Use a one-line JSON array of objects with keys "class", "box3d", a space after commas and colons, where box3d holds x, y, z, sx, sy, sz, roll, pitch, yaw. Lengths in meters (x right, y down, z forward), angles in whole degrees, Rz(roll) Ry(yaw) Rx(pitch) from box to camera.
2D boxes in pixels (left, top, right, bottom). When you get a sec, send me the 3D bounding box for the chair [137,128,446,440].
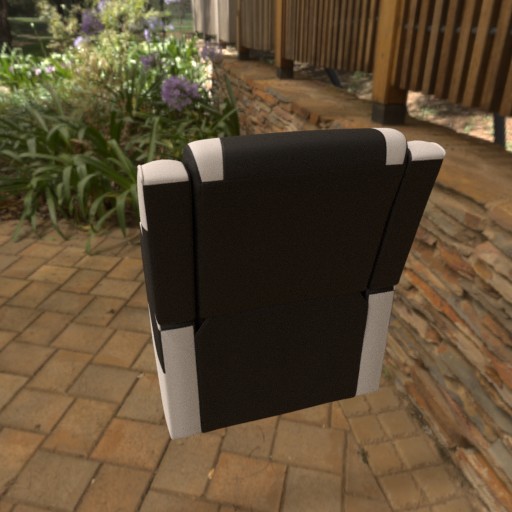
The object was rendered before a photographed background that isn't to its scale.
[{"class": "chair", "box3d": [0.000, 0.000, 1.261, 0.620, 0.805, 0.672, -8, 28, -15]}]
